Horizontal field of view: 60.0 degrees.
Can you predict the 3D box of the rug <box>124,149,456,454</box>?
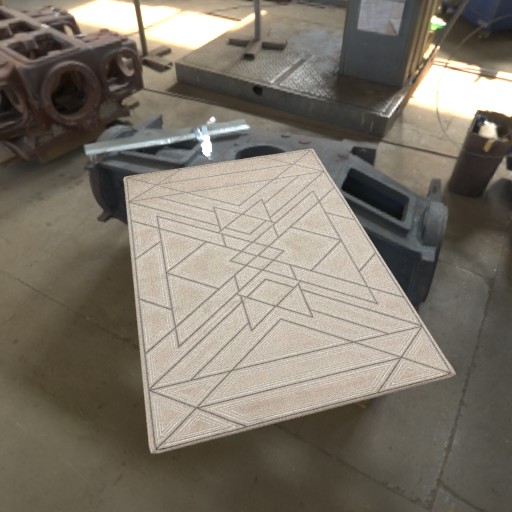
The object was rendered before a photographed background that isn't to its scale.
[{"bbox_3d":[0.000,0.000,4.456,2.436,0.026,3.381,-11,47,-10],"label":"rug"}]
